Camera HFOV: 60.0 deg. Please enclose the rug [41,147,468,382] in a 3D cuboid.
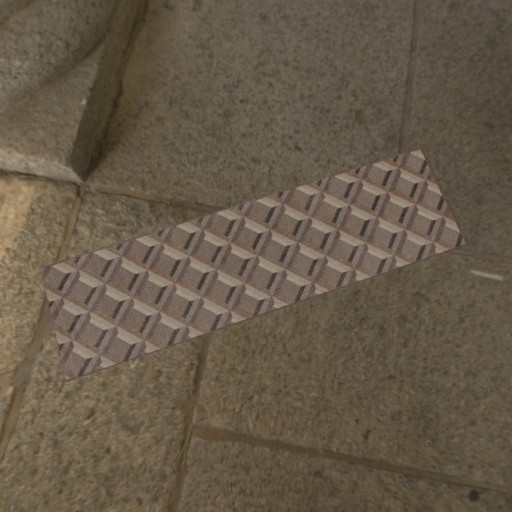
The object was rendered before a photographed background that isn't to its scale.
[{"bbox_3d":[0.000,0.000,2.612,2.437,0.013,0.685,-18,76,-5],"label":"rug"}]
